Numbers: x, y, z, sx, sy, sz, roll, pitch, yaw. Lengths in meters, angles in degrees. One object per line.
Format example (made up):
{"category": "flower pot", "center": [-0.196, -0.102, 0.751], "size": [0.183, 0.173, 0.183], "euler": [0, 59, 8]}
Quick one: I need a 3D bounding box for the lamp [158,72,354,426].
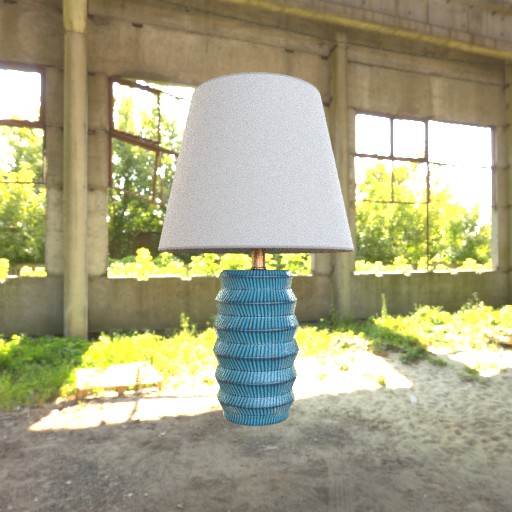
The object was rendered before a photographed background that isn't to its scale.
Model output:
{"category": "lamp", "center": [0.000, 0.000, 0.820], "size": [0.355, 0.582, 0.355], "euler": [0, -1, 0]}
